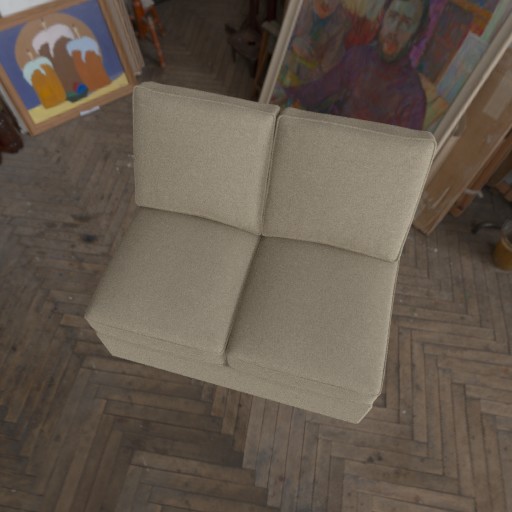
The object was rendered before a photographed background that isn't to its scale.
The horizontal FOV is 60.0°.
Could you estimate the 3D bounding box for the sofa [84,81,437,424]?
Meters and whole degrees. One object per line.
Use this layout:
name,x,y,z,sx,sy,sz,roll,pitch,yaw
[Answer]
sofa,0.000,0.000,1.929,1.237,1.008,0.951,13,58,8
